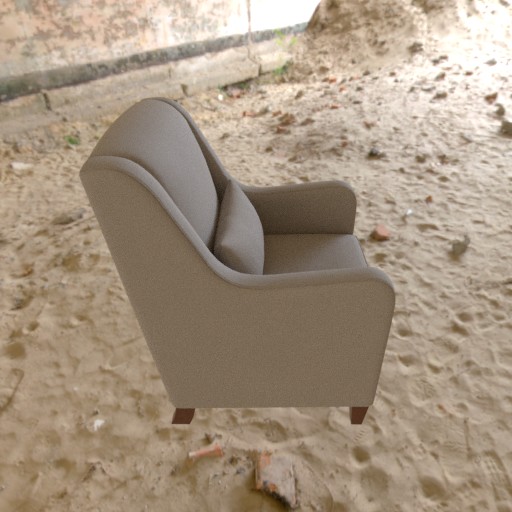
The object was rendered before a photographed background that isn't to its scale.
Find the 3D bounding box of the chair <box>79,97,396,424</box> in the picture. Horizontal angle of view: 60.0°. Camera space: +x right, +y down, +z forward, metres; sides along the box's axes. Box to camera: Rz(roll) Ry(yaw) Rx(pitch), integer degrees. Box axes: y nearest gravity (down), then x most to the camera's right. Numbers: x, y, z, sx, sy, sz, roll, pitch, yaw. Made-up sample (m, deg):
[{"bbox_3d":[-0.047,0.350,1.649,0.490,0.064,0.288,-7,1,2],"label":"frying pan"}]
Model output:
[{"bbox_3d":[0.000,0.000,1.610,0.863,1.010,0.715,0,33,1],"label":"chair"}]
